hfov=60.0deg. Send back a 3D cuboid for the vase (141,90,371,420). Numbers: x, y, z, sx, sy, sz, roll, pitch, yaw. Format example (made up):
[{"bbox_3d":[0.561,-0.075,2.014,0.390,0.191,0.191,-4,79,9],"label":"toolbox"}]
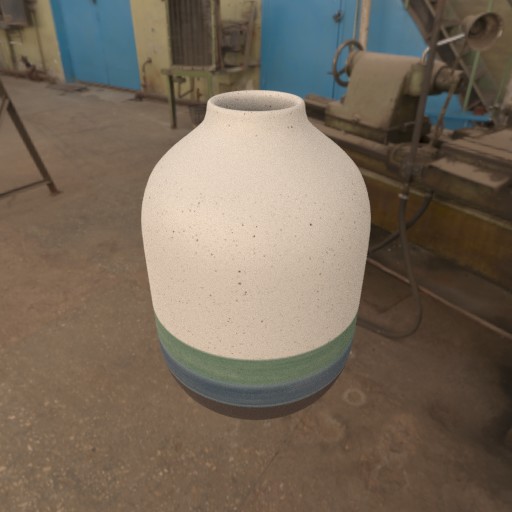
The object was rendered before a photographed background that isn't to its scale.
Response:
[{"bbox_3d":[0.000,0.000,0.353,0.169,0.240,0.169,0,32,0],"label":"vase"}]
